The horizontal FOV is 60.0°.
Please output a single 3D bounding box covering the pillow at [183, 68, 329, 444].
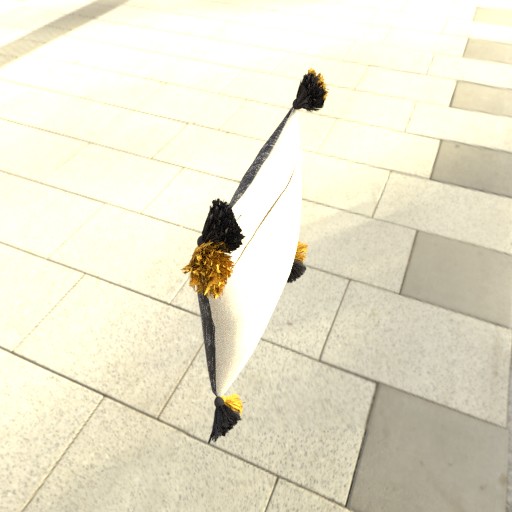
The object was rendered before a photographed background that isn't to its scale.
[{"bbox_3d":[0.000,0.000,0.988,0.139,0.659,0.654,16,49,15],"label":"pillow"}]
